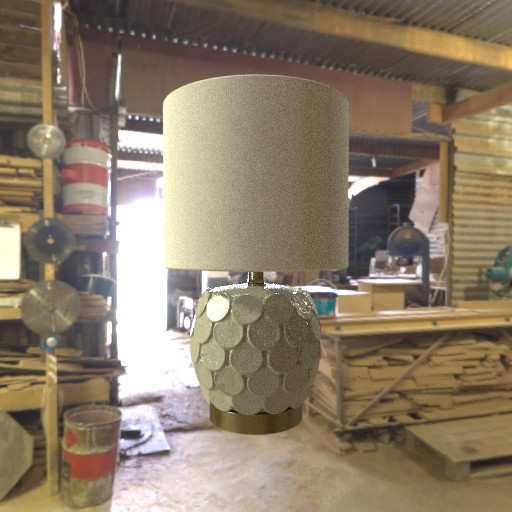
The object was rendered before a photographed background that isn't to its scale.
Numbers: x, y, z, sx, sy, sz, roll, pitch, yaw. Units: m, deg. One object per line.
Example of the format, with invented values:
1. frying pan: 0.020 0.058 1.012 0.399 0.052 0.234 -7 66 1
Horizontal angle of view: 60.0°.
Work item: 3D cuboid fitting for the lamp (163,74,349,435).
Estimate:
1. lamp: 0.000 0.000 0.623 0.254 0.452 0.254 0 1 0
